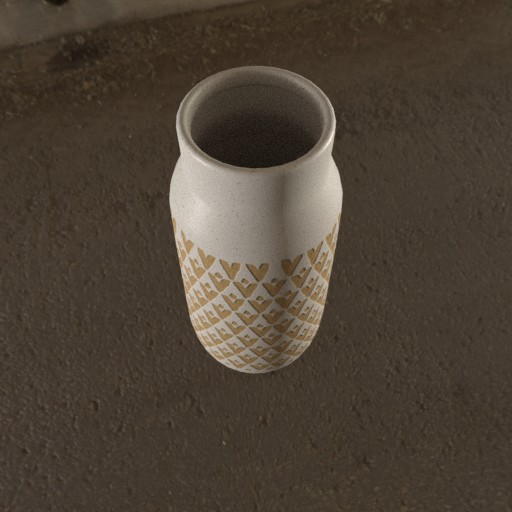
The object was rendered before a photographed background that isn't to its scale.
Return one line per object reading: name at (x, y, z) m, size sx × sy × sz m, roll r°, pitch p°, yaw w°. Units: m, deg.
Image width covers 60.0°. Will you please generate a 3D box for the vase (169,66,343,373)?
vase at (0.000, 0.000, 0.380) m, size 0.137 × 0.307 × 0.137 m, roll 0°, pitch 59°, yaw 0°
